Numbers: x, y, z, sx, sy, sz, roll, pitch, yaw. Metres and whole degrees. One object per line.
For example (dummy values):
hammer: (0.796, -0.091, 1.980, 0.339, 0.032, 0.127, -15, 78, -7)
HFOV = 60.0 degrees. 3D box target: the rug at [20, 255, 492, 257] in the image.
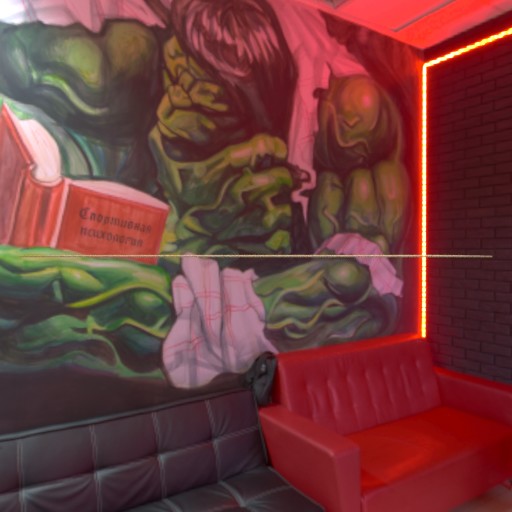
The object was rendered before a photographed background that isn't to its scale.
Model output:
rug: (0.000, 0.000, 2.628, 2.437, 0.006, 0.686, 0, 0, 0)
